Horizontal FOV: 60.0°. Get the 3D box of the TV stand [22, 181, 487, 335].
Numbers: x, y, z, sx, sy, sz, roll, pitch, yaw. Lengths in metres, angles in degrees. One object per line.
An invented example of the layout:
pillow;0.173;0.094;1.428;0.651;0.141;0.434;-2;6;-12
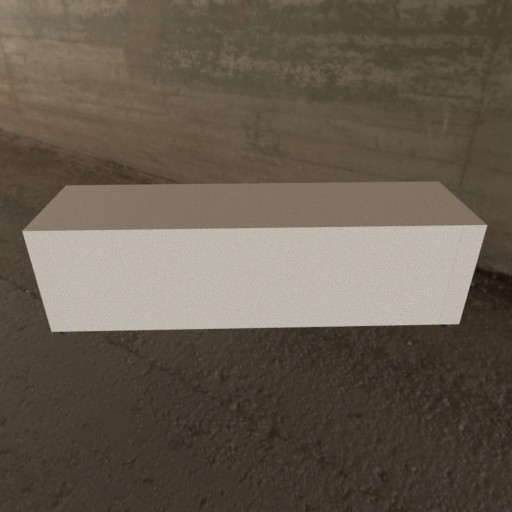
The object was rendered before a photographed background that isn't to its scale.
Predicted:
TV stand;0.000;0.000;1.716;1.500;0.440;0.410;-1;30;-1
